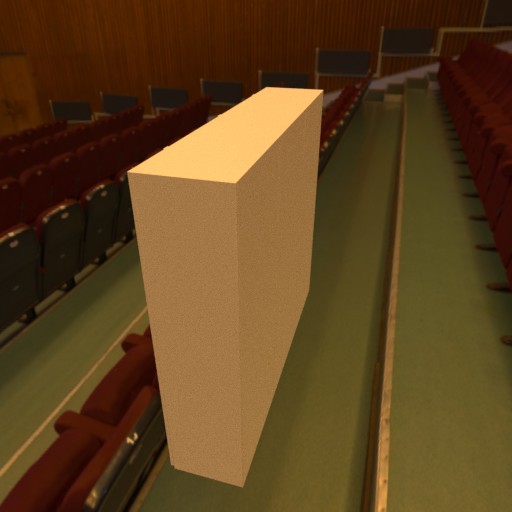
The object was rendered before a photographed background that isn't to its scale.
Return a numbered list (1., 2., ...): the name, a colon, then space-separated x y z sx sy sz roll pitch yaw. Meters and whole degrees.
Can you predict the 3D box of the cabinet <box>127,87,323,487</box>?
1. cabinet: 0.000 0.000 3.887 0.590 2.370 2.700 8 31 14
